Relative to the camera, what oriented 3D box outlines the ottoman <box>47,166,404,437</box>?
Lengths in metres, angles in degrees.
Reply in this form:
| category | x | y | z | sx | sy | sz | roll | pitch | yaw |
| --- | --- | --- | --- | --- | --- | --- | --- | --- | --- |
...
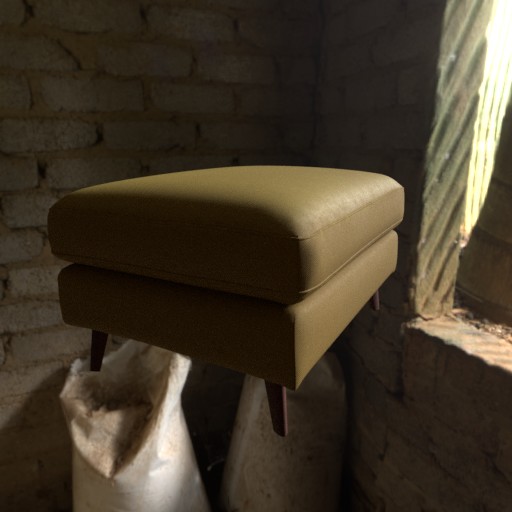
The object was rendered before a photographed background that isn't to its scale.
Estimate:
| category | x | y | z | sx | sy | sz | roll | pitch | yaw |
| --- | --- | --- | --- | --- | --- | --- | --- | --- | --- |
| ottoman | 0.000 | 0.000 | 1.155 | 0.608 | 0.449 | 0.811 | 8 | 17 | 27 |
